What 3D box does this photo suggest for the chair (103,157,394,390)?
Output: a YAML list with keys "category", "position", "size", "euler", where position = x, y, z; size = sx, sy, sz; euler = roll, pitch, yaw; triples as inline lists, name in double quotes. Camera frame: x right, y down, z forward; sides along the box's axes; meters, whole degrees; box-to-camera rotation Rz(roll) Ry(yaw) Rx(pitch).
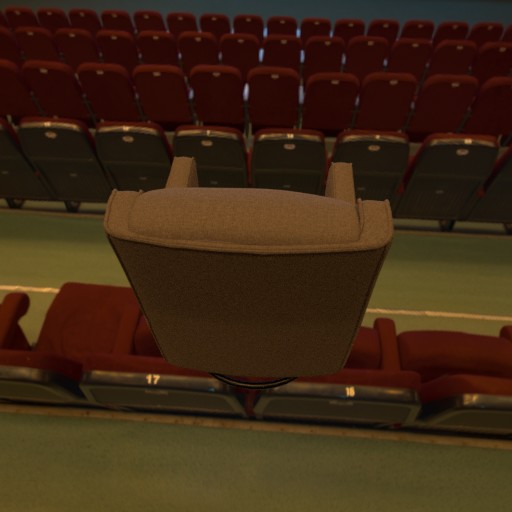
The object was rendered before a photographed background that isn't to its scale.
- category: "chair"
  position: [0.000, 0.000, 1.602]
  size: [0.732, 0.993, 0.879]
  euler: [3, 45, 3]
